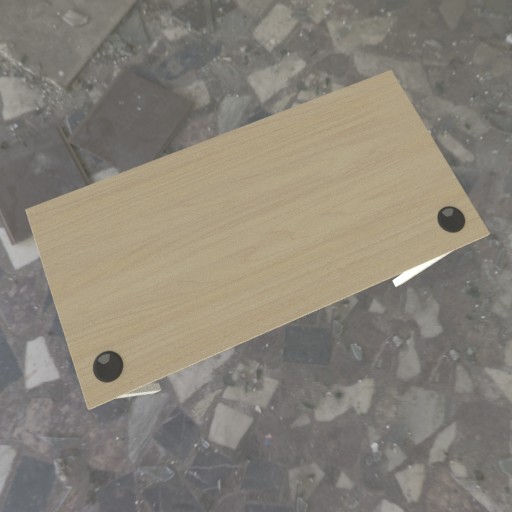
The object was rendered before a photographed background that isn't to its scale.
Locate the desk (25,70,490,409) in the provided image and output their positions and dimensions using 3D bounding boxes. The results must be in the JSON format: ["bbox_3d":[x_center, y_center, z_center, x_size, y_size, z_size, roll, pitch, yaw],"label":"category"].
[{"bbox_3d":[0.000,0.000,1.635,1.200,0.750,0.600,-23,76,-6],"label":"desk"}]
